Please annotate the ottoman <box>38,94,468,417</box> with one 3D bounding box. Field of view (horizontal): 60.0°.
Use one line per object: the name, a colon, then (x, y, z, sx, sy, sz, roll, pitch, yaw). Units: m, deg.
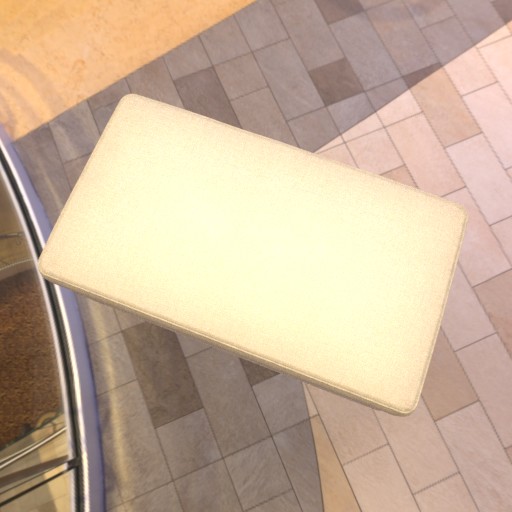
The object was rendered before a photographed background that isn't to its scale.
ottoman: (0.000, 0.000, 1.404, 1.097, 0.461, 0.617, 20, 77, 5)
